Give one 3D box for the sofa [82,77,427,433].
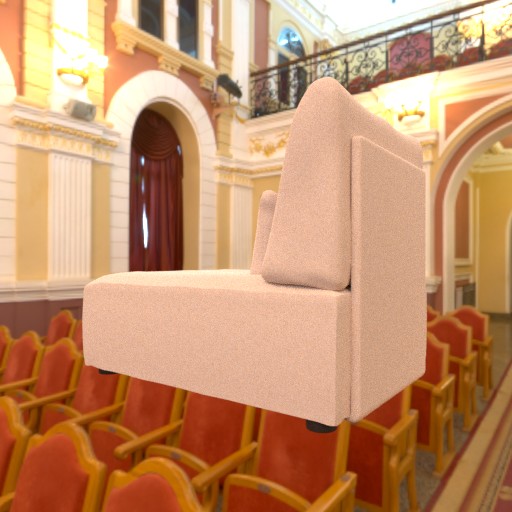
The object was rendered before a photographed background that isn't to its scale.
[{"bbox_3d":[0.000,0.000,1.537,1.000,0.820,0.700,0,-1,37],"label":"sofa"}]
